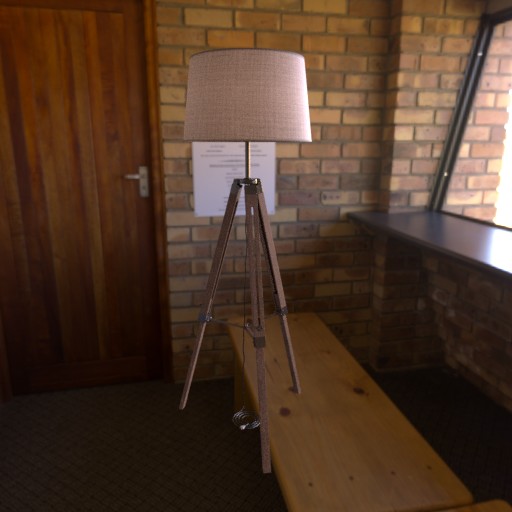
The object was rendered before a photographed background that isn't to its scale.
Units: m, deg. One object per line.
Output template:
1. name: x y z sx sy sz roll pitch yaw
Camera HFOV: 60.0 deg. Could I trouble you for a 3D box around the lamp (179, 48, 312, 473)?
1. lamp: 0.000 0.000 1.853 0.587 1.510 0.604 -13 19 -42
